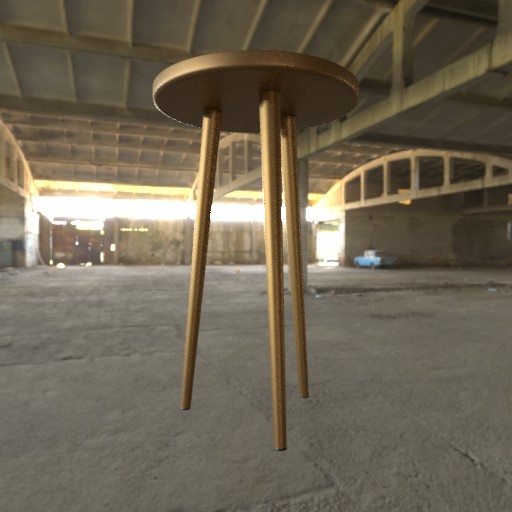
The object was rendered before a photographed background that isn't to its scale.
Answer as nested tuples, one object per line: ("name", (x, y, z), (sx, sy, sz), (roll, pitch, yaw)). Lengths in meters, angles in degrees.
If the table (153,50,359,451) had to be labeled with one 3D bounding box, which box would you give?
("table", (0.000, 0.000, 0.663), (0.299, 0.480, 0.299), (0, 1, -19))
